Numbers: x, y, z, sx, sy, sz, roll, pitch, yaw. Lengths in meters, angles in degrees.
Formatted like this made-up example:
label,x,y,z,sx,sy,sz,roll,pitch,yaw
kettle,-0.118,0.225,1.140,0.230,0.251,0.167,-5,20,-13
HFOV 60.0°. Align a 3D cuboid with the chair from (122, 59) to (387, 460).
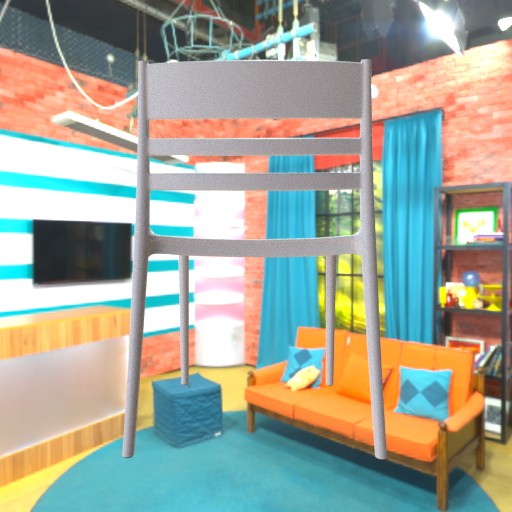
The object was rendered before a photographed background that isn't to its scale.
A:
label,x,y,z,sx,sy,sz,roll,pitch,yaw
chair,0.000,0.000,1.112,0.531,0.800,0.511,0,1,1
